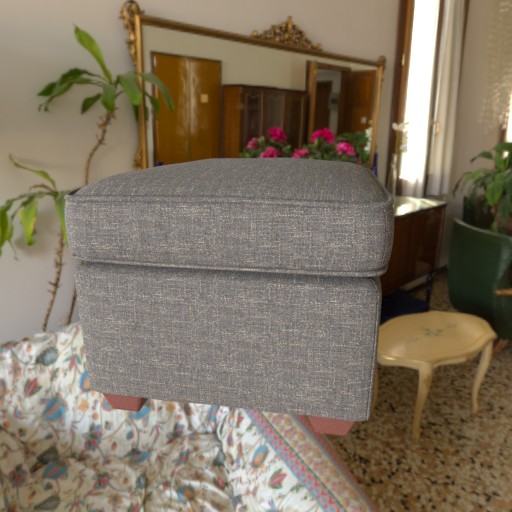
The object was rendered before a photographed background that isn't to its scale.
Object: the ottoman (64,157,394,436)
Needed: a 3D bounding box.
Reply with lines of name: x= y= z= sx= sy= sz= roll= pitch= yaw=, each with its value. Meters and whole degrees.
ottoman: x=0.000 y=0.000 z=1.056 sx=0.549 sy=0.450 sz=0.749 roll=3 pitch=16 yaw=10
